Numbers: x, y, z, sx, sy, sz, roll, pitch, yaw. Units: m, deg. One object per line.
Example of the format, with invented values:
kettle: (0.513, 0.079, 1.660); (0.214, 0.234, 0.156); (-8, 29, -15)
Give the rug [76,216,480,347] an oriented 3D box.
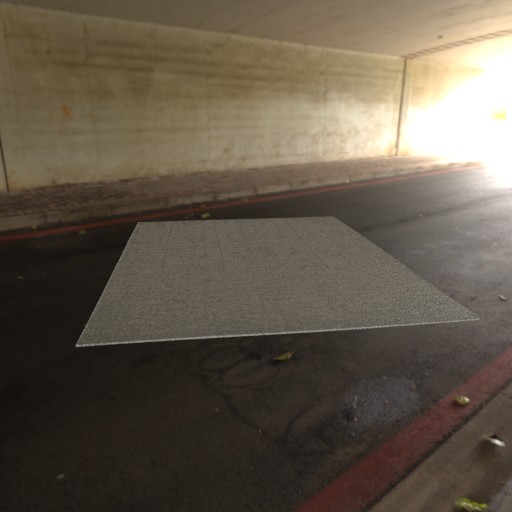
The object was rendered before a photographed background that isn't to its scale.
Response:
rug: (0.000, 0.000, 4.055); (2.447, 0.014, 3.061); (-2, 17, -8)
